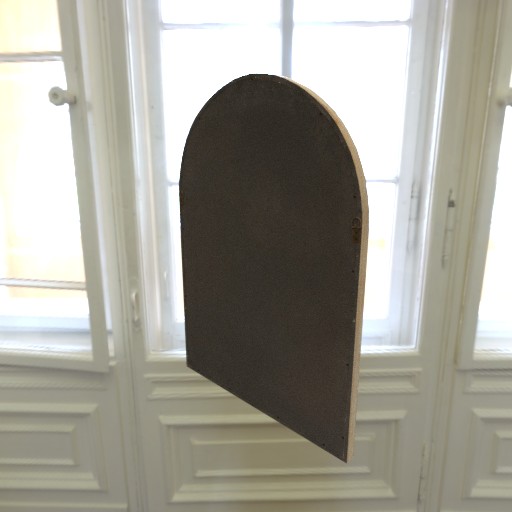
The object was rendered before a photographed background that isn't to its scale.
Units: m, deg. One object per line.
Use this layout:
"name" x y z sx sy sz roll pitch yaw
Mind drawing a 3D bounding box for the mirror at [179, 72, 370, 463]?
"mirror" 0.000 0.000 1.199 0.032 0.920 0.660 -15 21 -43
